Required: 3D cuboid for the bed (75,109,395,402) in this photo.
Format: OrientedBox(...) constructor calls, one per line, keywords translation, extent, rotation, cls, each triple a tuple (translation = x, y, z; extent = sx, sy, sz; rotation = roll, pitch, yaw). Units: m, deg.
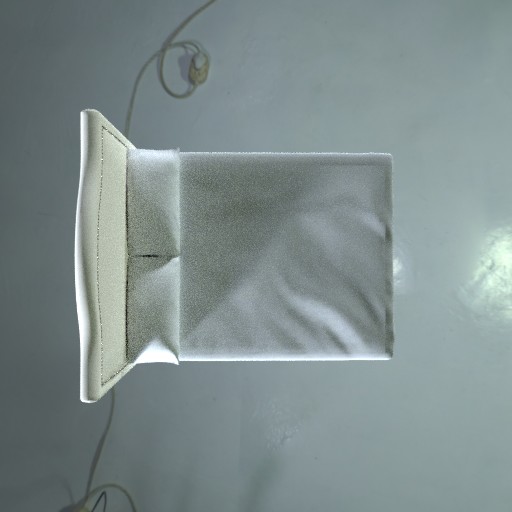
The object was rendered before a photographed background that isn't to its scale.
OrientedBox(translation=(0.000, 0.000, 3.284), extent=(2.143, 1.460, 1.753), rotation=(0, 90, -1), cls="bed")
